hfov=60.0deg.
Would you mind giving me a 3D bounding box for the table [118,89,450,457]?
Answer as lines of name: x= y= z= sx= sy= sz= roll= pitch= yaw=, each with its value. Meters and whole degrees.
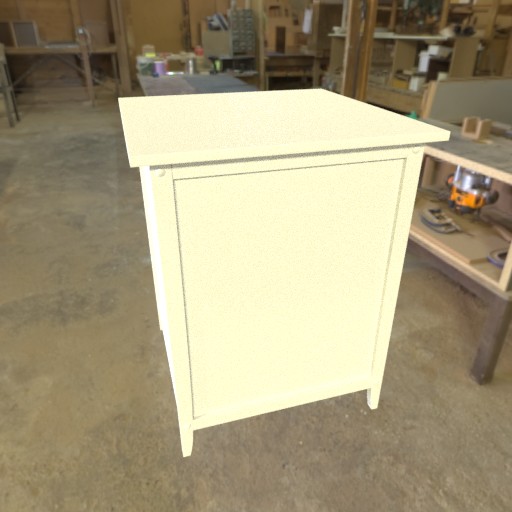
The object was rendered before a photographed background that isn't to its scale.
table: x=0.000 y=0.000 z=0.766 sx=0.381 sy=0.483 sz=0.381 roll=-8 pitch=29 yaw=-15
